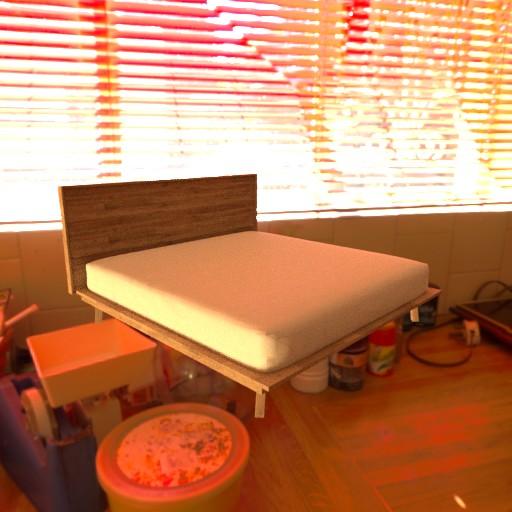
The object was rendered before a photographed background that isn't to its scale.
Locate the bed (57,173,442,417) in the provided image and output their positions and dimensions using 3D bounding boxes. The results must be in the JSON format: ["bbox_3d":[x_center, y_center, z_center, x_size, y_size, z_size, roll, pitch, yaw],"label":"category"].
[{"bbox_3d":[0.000,0.000,3.503,2.167,1.100,2.116,13,19,43],"label":"bed"}]
